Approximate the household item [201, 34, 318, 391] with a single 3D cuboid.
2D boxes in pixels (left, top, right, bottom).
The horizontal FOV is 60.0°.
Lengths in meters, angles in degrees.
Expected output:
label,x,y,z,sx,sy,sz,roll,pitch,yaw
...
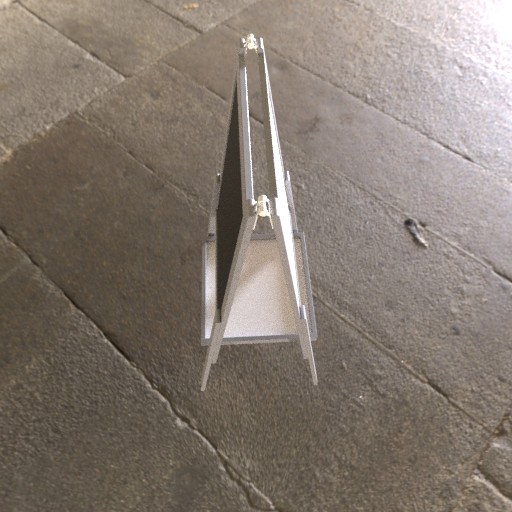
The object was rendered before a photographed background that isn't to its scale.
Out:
label,x,y,z,sx,sy,sz,roll,pitch,yaw
household item,0.000,0.000,1.420,0.469,1.172,0.531,-3,59,-2
